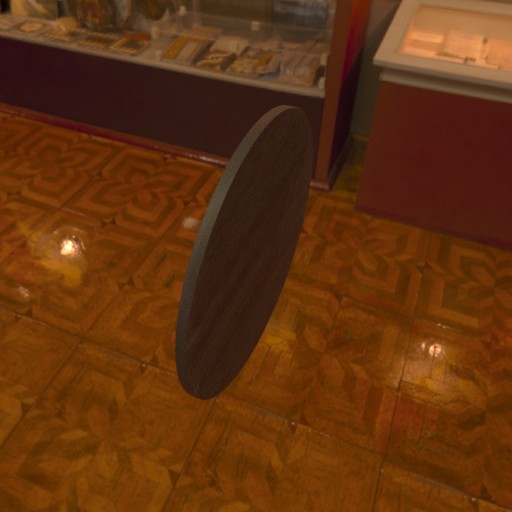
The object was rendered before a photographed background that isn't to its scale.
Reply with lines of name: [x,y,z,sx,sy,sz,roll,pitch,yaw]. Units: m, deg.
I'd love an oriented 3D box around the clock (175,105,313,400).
clock: [0.000,0.000,0.908,0.029,0.595,0.595,19,50,16]
